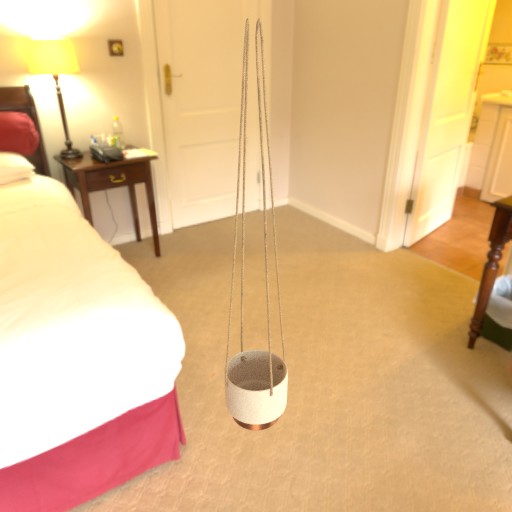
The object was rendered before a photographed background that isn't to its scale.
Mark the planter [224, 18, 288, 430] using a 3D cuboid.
[{"bbox_3d":[0.000,0.000,0.889,0.146,0.841,0.146,8,27,16],"label":"planter"}]
